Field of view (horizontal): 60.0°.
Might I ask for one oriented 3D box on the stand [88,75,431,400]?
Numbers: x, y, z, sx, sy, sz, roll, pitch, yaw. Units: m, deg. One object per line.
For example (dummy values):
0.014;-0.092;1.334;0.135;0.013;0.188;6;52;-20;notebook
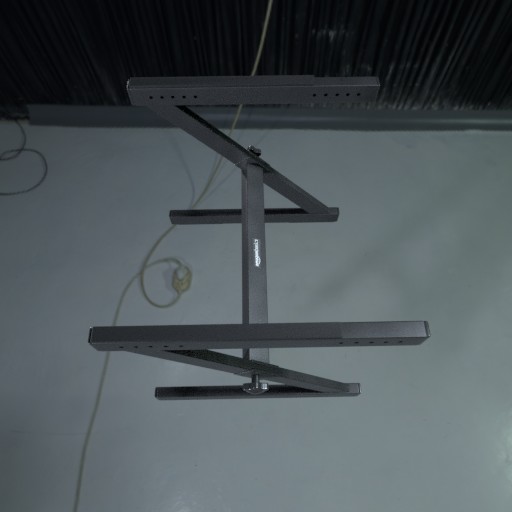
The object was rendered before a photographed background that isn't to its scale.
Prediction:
0.000;0.000;1.160;0.586;0.617;0.700;-1;63;-1;stand
